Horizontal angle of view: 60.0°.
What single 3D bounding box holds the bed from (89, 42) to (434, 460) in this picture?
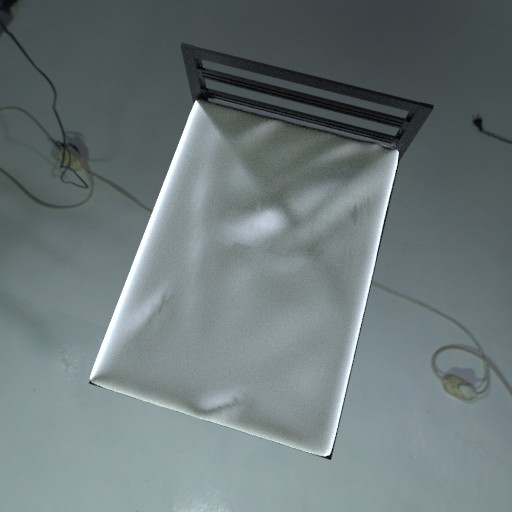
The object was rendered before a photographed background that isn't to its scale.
[{"bbox_3d":[0.000,0.000,2.795,1.524,0.967,2.062,16,75,4],"label":"bed"}]
